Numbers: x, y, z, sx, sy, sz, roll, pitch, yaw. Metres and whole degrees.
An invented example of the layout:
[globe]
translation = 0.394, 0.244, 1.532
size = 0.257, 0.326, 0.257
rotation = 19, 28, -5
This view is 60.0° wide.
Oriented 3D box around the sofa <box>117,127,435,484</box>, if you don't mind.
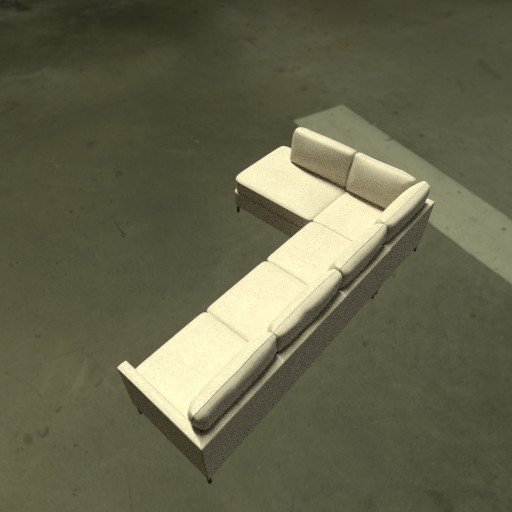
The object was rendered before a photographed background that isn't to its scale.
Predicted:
[sofa]
translation = 0.000, 0.000, 4.361
size = 2.048, 0.996, 3.384
rotation = 33, 54, 27
